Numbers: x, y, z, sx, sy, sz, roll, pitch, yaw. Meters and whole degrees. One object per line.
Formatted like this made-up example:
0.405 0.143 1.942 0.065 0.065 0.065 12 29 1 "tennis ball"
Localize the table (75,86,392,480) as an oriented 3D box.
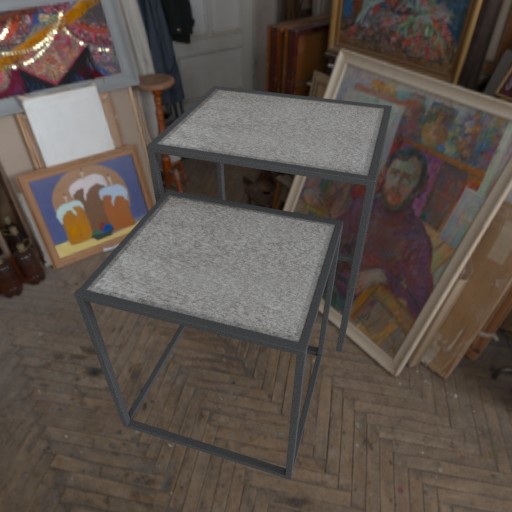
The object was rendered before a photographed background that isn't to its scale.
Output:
0.000 0.000 1.122 0.508 0.540 0.788 12 41 13 "table"
